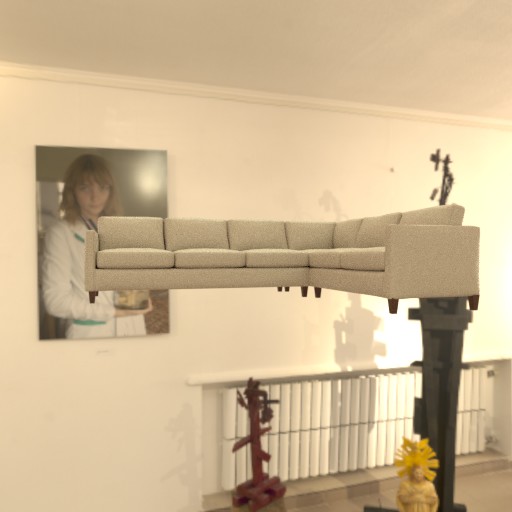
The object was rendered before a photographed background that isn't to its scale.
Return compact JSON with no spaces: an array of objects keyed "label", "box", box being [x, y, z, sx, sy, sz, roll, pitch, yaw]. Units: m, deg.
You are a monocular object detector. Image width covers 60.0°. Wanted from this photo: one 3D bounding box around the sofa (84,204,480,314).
[{"label":"sofa","box":[0.000,0.000,4.497,3.333,0.934,2.522,0,0,-17]}]
